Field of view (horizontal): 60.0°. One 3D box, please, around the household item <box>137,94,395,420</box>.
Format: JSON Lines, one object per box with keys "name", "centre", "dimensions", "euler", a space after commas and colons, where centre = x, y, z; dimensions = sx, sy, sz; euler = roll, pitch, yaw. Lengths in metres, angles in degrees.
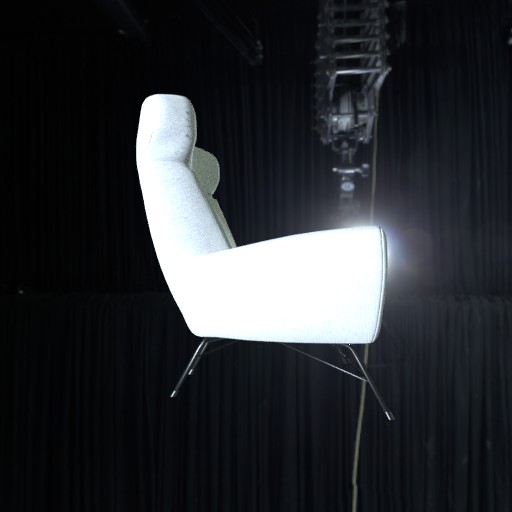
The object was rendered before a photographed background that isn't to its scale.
{"name": "household item", "centre": [0.000, 0.000, 1.813], "dimensions": [0.900, 1.050, 0.980], "euler": [0, -1, 1]}
